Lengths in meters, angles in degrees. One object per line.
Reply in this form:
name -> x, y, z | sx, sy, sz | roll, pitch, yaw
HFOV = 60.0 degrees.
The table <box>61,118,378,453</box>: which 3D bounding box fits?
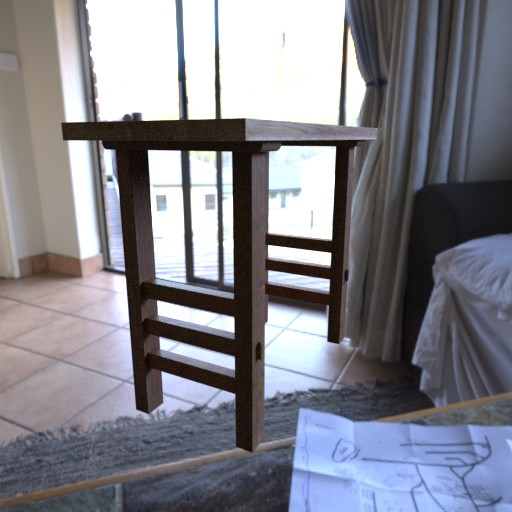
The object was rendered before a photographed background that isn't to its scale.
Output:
table -> 0.000, 0.000, 1.625 | 0.556, 0.914, 1.119 | 8, 17, 27
